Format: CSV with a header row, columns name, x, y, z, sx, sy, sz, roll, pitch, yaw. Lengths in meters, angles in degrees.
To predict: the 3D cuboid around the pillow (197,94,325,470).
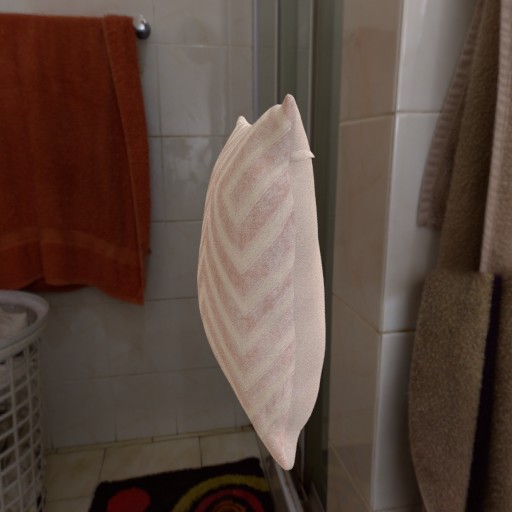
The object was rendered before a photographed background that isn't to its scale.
name,x,y,z,sx,sy,sz,roll,pitch,yaw
pillow,0.000,0.000,0.686,0.182,0.441,0.440,-2,14,-8
